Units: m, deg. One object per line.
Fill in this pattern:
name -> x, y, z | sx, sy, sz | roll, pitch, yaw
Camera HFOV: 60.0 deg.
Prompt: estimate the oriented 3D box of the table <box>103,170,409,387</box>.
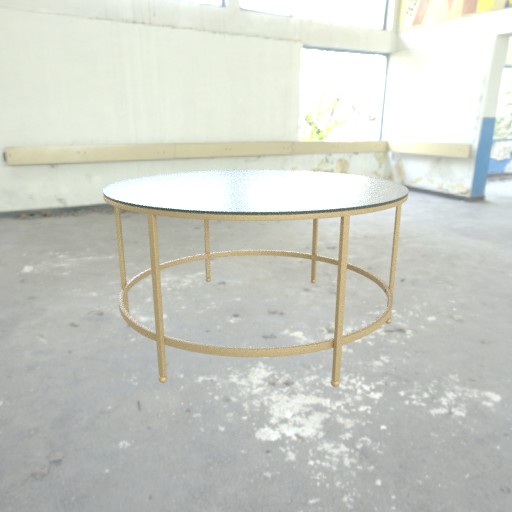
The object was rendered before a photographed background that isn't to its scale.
table -> 0.000, 0.000, 1.460 | 0.914, 0.470, 0.914 | 0, 17, 0
